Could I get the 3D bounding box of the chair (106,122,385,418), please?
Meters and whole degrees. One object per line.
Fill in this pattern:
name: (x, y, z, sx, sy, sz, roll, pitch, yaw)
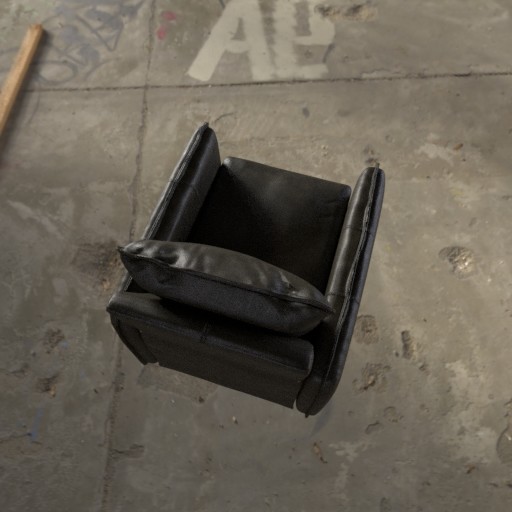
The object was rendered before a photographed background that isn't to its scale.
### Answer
chair: (0.000, 0.000, 1.665, 0.830, 0.921, 0.921, 16, 63, 8)
